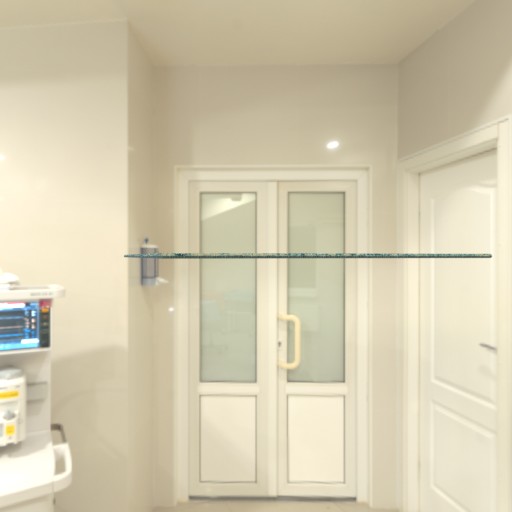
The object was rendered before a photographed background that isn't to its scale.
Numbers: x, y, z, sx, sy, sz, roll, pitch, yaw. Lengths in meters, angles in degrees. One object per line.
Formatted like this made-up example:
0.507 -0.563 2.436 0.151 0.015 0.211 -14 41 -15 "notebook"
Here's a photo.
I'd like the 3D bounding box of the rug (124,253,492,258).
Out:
0.000 0.000 2.305 1.219 0.016 1.829 0 0 -20 "rug"
